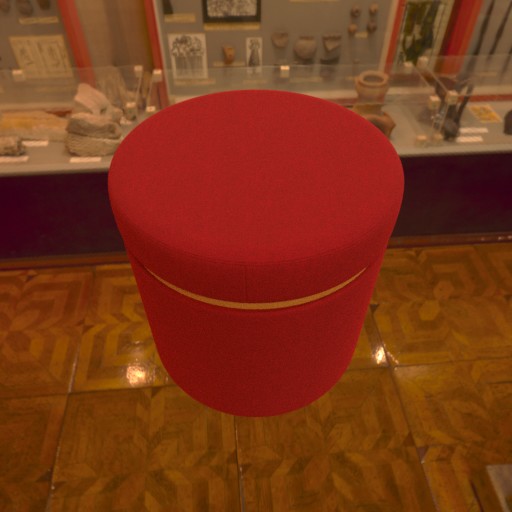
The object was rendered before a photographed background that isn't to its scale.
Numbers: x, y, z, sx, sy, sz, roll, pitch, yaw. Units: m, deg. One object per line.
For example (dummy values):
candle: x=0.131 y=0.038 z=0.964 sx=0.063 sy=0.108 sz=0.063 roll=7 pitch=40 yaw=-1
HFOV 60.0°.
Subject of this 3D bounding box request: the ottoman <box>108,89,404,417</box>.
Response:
ottoman: x=0.000 y=0.000 z=0.745 sx=0.400 sy=0.406 sz=0.400 roll=0 pitch=47 yaw=0
